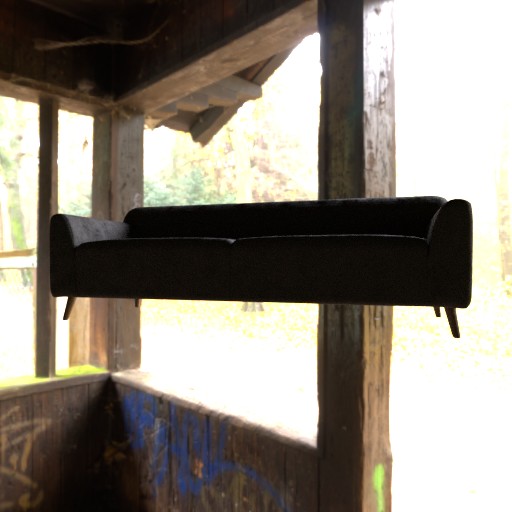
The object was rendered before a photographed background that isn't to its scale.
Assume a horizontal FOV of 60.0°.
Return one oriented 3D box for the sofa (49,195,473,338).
[{"bbox_3d":[0.000,0.000,2.611,2.190,0.740,0.900,0,-1,17],"label":"sofa"}]
